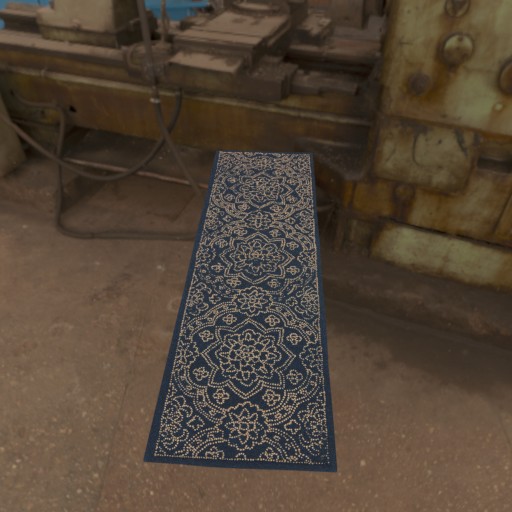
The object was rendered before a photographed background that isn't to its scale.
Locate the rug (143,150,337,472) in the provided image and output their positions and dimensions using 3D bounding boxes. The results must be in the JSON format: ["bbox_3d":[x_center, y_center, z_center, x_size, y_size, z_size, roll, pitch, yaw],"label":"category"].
[{"bbox_3d":[0.000,0.000,2.628,0.769,0.012,2.448,2,43,2],"label":"rug"}]
